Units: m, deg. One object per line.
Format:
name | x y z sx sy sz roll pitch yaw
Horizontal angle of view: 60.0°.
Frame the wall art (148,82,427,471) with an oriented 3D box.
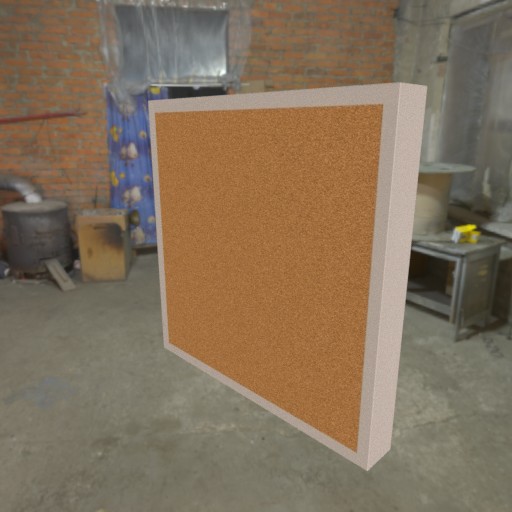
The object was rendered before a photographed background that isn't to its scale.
wall art | 0.000 0.000 0.445 0.038 0.305 0.305 -15 22 -42
